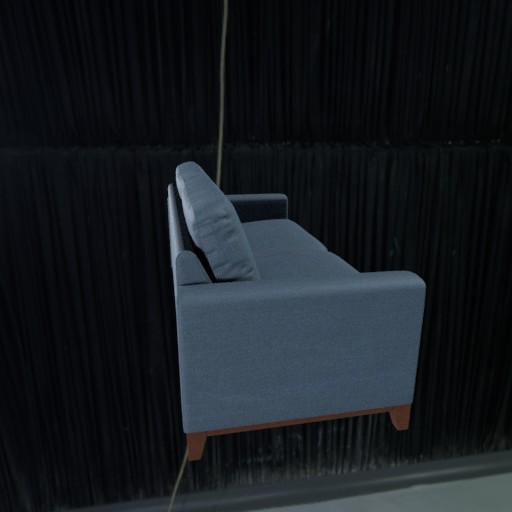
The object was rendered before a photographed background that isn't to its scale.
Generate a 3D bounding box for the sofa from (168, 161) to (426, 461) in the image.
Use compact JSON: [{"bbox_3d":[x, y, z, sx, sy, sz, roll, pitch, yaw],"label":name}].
[{"bbox_3d":[0.000,0.000,2.352,0.877,0.865,1.900,-3,17,-11],"label":"sofa"}]
